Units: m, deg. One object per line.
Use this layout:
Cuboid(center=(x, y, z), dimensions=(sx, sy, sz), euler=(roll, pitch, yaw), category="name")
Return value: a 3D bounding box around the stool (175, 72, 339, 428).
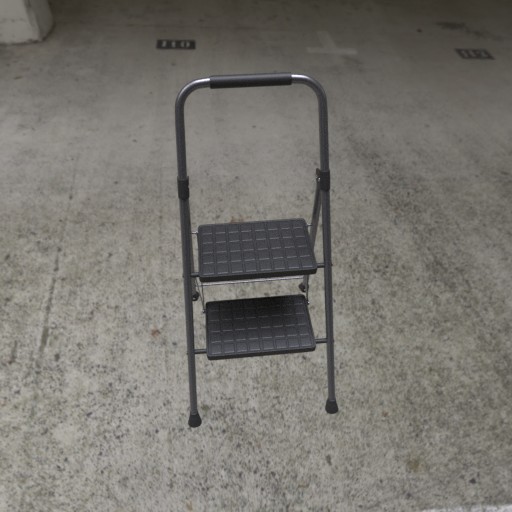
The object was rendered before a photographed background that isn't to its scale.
Cuboid(center=(0.000, 0.000, 1.171), dimensions=(0.450, 0.872, 0.514), euler=(-4, 46, -4), category="stool")
